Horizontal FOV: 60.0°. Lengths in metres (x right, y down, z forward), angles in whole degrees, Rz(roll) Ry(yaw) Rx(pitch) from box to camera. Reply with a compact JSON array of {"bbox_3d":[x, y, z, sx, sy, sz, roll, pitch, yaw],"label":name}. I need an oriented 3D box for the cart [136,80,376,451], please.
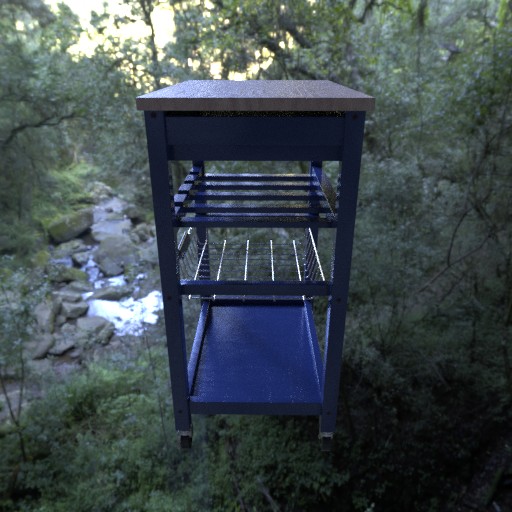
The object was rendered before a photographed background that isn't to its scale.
[{"bbox_3d":[0.000,0.000,1.172,0.403,0.839,0.584,0,24,1],"label":"cart"}]
